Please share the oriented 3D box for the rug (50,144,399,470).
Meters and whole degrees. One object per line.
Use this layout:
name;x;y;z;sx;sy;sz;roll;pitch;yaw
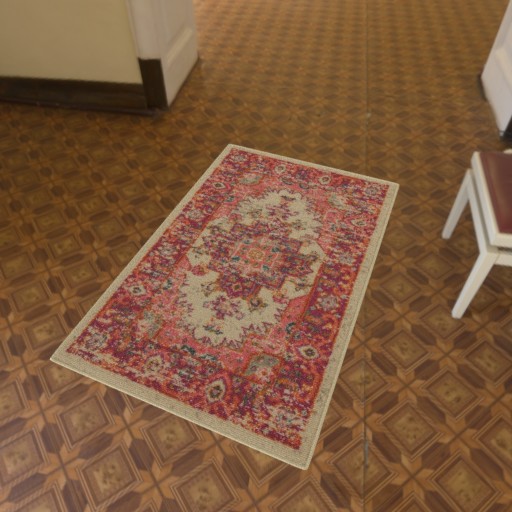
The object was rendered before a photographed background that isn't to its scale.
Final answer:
rug;0.000;0.000;1.108;0.556;0.004;0.868;17;49;15
